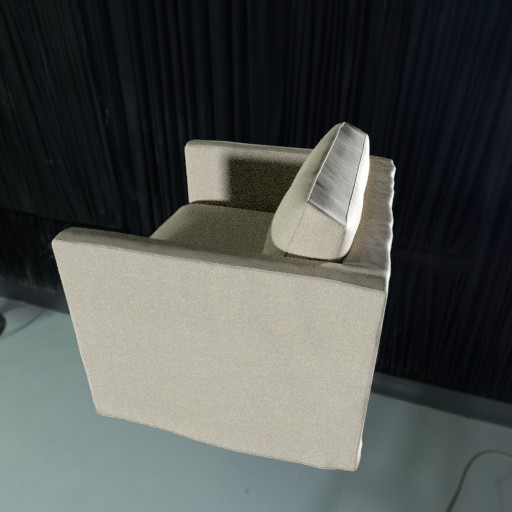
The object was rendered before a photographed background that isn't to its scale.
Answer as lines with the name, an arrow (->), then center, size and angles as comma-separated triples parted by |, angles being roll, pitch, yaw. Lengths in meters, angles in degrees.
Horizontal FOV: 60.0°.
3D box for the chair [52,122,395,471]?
chair -> 0.000, 0.000, 1.686 | 0.949, 0.867, 1.057 | 8, 32, 13
